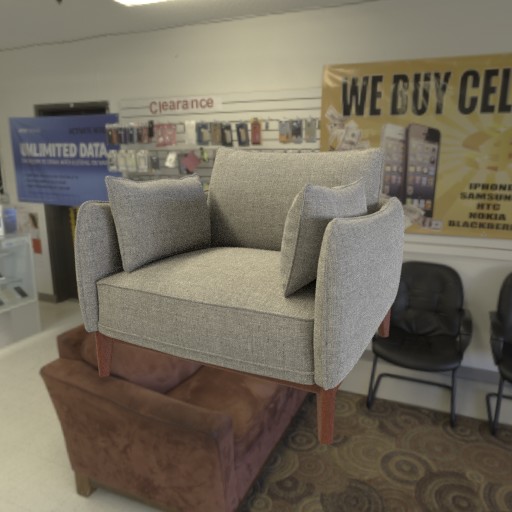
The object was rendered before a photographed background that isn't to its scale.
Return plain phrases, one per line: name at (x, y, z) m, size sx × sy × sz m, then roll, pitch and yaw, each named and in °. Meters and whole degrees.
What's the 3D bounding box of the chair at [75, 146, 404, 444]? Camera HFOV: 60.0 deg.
chair at (0.000, 0.000, 1.725) m, size 0.993 × 0.839 × 0.976 m, roll 7°, pitch 15°, yaw 26°
